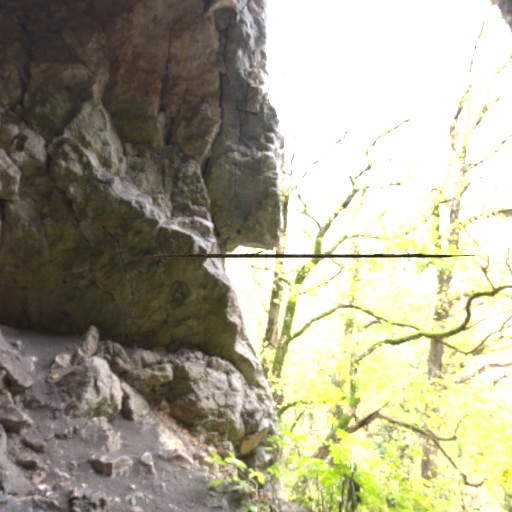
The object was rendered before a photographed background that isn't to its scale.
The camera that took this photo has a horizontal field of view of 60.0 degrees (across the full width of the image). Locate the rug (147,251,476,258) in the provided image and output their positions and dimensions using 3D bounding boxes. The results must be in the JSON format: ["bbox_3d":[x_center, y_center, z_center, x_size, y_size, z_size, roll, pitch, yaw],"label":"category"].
[{"bbox_3d":[0.000,0.000,2.038,0.905,0.017,1.718,0,0,-18],"label":"rug"}]
